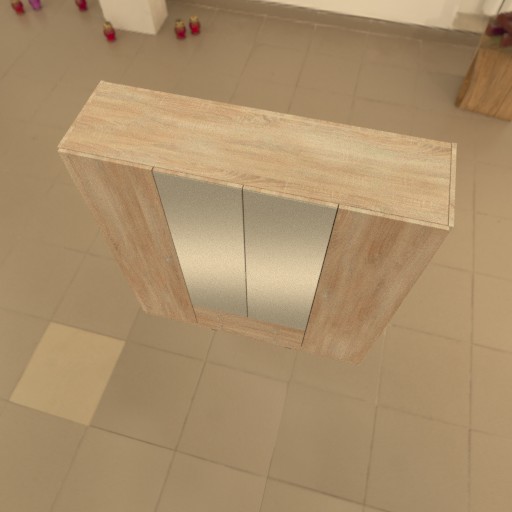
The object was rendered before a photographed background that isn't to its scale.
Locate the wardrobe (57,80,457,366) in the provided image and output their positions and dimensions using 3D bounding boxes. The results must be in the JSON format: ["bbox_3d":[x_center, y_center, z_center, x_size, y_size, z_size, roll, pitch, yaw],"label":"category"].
[{"bbox_3d":[0.000,0.000,3.209,1.998,2.159,0.598,12,60,7],"label":"wardrobe"}]
